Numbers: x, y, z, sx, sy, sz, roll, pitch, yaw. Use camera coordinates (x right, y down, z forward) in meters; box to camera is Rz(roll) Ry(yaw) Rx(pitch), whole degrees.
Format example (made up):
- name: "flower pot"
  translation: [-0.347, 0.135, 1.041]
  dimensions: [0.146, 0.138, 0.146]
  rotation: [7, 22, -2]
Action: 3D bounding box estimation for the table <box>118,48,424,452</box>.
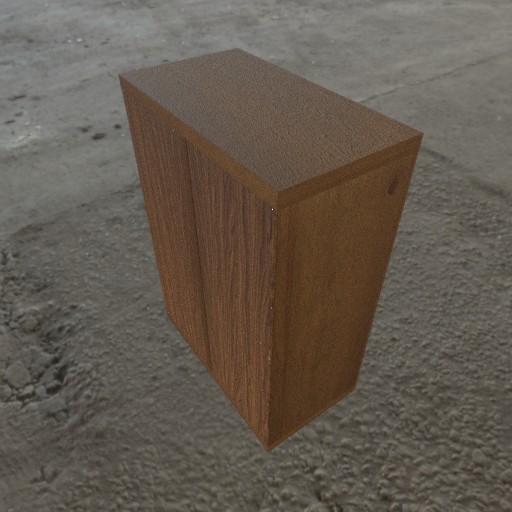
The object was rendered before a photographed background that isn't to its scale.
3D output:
- name: "table"
  translation: [0.000, 0.000, 1.794]
  dimensions: [0.524, 1.294, 0.901]
  rotation: [-25, 47, -26]
